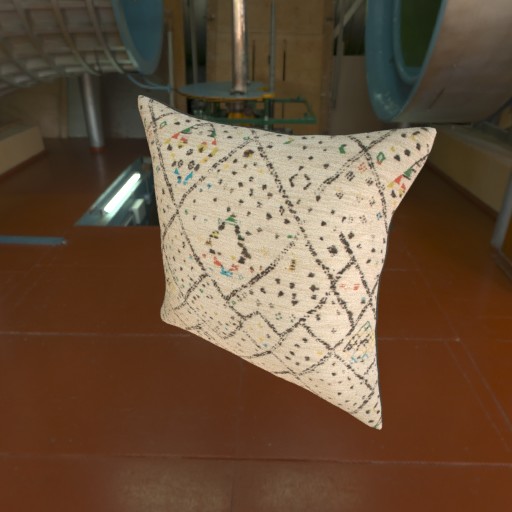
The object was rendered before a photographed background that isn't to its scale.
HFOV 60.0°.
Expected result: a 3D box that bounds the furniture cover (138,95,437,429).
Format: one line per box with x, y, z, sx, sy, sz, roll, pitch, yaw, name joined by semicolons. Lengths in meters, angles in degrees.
0.000;0.000;0.767;0.525;0.498;0.180;19;33;31;furniture cover
